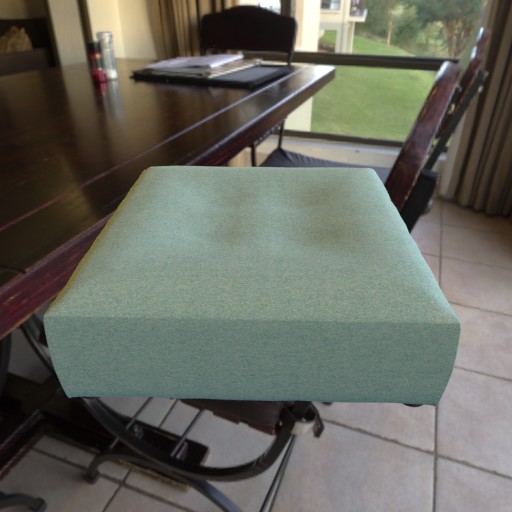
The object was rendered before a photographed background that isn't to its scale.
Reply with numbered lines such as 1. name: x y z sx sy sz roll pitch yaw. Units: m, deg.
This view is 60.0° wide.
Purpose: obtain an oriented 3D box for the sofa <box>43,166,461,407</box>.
1. sofa: 0.000 0.000 1.415 0.930 0.330 0.930 1 31 1
